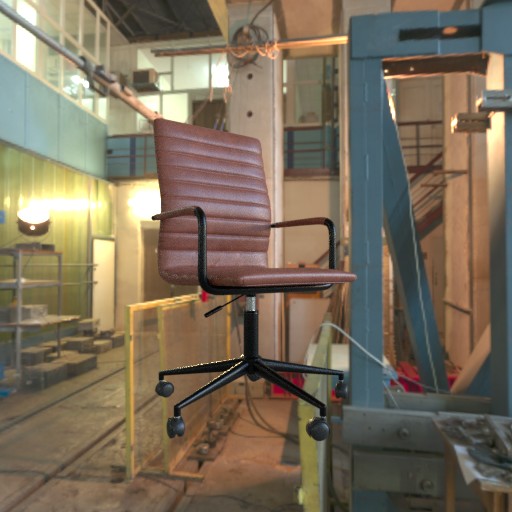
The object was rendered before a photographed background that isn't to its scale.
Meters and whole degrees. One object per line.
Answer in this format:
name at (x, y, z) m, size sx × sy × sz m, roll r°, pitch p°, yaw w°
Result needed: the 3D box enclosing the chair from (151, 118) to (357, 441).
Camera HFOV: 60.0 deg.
chair at (0.000, 0.000, 1.282) m, size 0.600 × 0.878 × 0.578 m, roll 1°, pitch -1°, yaw -36°
